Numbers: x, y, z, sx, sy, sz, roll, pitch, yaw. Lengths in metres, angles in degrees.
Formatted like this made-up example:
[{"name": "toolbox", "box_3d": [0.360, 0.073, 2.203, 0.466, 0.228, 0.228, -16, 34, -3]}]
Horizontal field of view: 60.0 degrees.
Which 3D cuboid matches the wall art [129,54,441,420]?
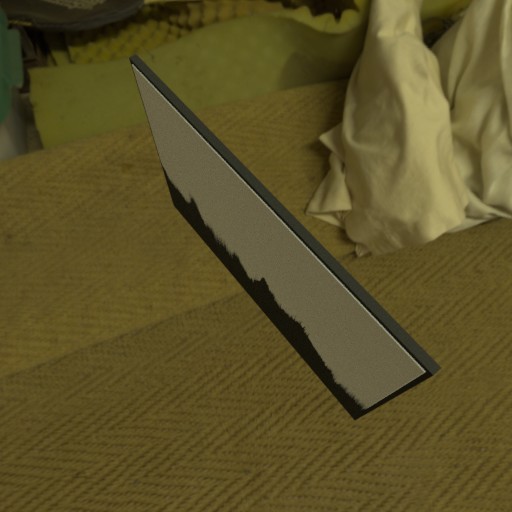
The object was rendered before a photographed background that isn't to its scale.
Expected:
[{"name": "wall art", "box_3d": [0.000, 0.000, 1.473, 0.028, 0.805, 1.190, -35, 69, -16]}]
